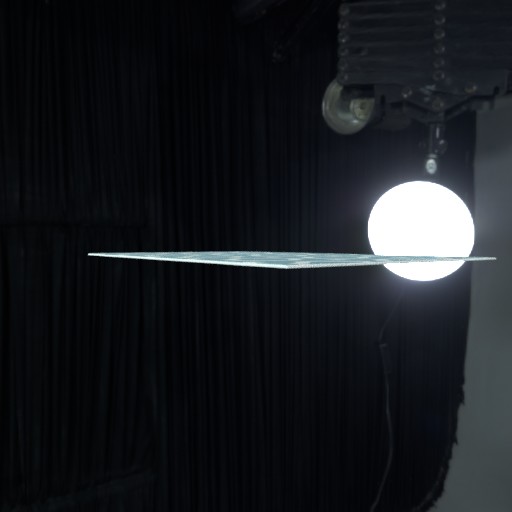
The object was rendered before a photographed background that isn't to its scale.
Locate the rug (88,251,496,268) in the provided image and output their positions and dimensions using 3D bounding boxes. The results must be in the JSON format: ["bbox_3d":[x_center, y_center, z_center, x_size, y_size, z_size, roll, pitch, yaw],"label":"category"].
[{"bbox_3d":[0.000,0.000,2.994,1.528,0.015,2.443,-1,2,-36],"label":"rug"}]
